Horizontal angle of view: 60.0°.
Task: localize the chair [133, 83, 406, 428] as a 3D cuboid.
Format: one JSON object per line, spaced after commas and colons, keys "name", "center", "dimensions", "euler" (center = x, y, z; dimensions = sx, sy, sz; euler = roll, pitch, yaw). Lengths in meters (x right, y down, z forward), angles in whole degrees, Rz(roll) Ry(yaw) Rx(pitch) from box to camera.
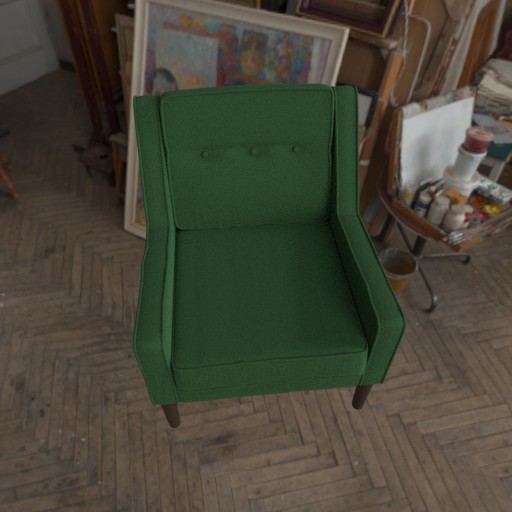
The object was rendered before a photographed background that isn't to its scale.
{"name": "chair", "center": [0.000, 0.000, 1.327], "dimensions": [0.663, 0.792, 0.743], "euler": [-4, 47, -4]}
